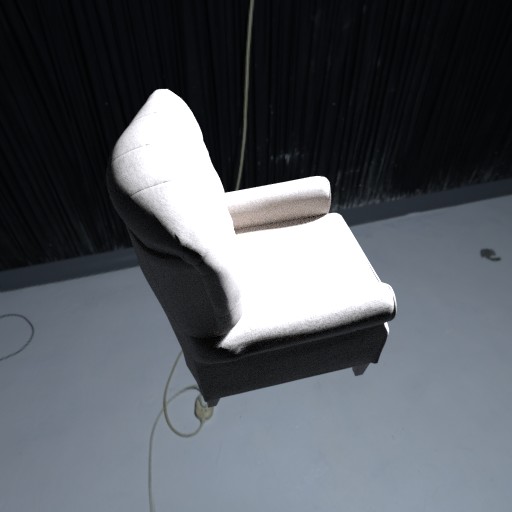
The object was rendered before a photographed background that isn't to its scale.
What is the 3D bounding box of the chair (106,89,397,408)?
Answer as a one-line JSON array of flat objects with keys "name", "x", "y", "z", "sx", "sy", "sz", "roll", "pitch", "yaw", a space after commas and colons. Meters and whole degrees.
[{"name": "chair", "x": 0.000, "y": 0.000, "z": 1.925, "sx": 1.025, "sy": 1.209, "sz": 0.942, "roll": -10, "pitch": 47, "yaw": -9}]
